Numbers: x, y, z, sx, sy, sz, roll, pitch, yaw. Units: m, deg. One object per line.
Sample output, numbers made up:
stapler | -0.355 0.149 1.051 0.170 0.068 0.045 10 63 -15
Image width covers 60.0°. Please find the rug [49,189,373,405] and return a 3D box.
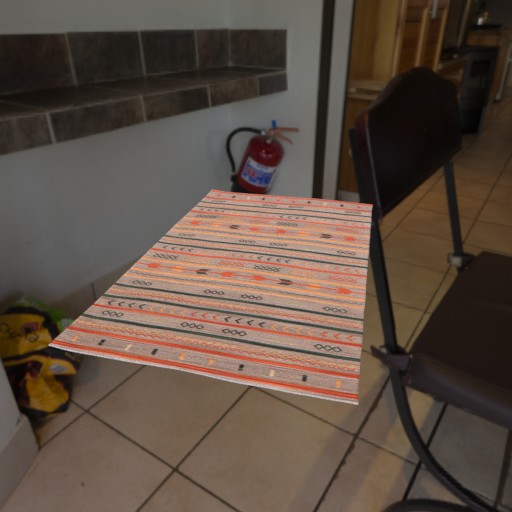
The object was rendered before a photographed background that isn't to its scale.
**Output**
rug | 0.000 0.000 3.105 1.537 0.029 2.439 7 29 13
